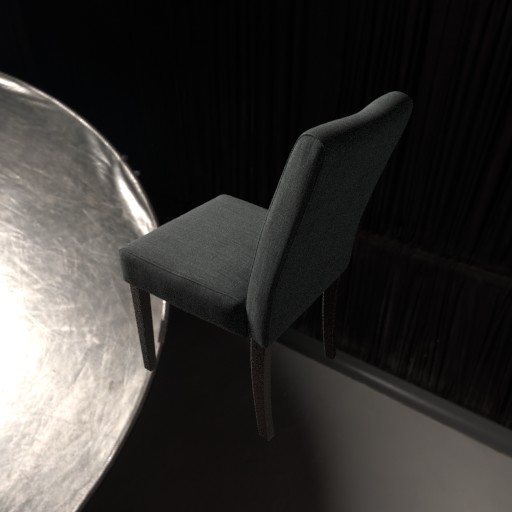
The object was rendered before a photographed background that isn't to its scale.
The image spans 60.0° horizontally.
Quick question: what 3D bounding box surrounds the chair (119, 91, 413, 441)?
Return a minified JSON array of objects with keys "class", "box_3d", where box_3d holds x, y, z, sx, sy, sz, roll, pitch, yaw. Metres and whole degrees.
[{"class":"chair","box_3d":[0.000,0.000,1.252,0.629,0.884,0.487,21,37,30]}]
